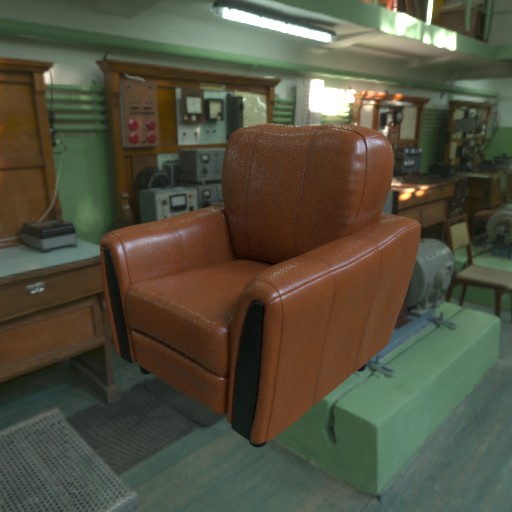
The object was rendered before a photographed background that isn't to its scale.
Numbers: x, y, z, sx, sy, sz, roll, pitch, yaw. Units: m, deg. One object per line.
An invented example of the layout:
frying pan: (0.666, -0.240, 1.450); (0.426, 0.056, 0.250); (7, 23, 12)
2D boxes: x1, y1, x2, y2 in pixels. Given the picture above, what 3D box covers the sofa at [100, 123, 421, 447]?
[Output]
sofa: (0.000, 0.000, 1.531); (0.836, 0.876, 0.789); (15, 22, 41)
